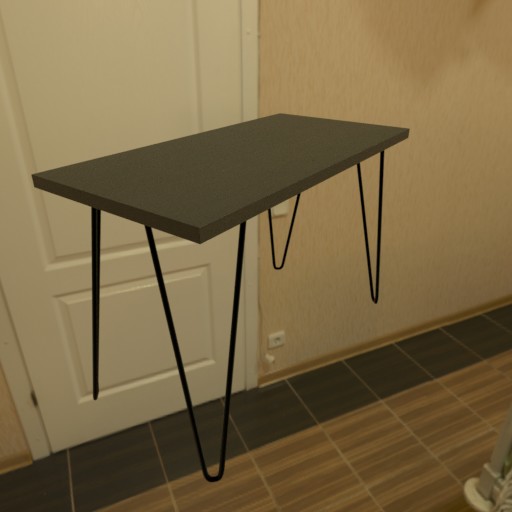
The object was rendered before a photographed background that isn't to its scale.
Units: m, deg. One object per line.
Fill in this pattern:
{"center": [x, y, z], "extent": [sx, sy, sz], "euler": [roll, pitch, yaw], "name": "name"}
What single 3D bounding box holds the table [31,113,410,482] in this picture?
{"center": [0.000, 0.000, 1.348], "extent": [0.499, 0.660, 0.991], "euler": [18, 32, 32], "name": "table"}
